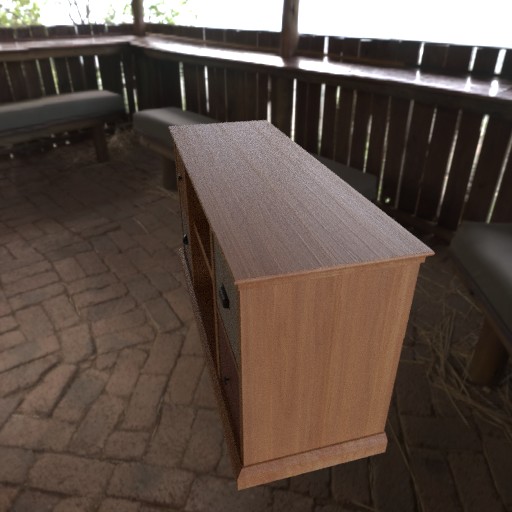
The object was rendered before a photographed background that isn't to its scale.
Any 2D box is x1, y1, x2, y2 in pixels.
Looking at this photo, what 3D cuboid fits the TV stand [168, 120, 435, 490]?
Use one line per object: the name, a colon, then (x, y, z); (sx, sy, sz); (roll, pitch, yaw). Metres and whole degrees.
TV stand: (0.000, 0.000, 1.477); (0.417, 0.607, 1.181); (-8, 31, -13)
